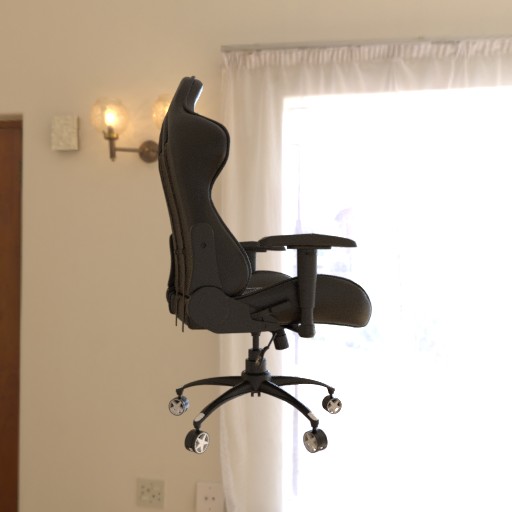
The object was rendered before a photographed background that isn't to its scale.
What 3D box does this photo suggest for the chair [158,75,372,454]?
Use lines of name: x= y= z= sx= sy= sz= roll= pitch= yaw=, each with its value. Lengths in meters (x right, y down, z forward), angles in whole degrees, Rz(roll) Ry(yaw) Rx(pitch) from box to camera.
chair: x=0.000 y=0.000 z=1.719 sx=0.695 sy=1.285 sz=0.730 roll=0 pitch=-1 yaw=-19
